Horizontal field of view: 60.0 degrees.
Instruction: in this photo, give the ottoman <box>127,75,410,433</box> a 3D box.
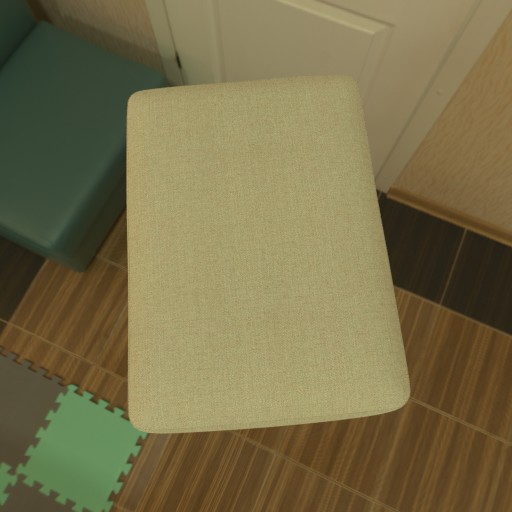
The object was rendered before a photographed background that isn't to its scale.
[{"bbox_3d":[0.000,0.000,1.251,0.637,0.478,0.885,-5,74,-1],"label":"ottoman"}]
